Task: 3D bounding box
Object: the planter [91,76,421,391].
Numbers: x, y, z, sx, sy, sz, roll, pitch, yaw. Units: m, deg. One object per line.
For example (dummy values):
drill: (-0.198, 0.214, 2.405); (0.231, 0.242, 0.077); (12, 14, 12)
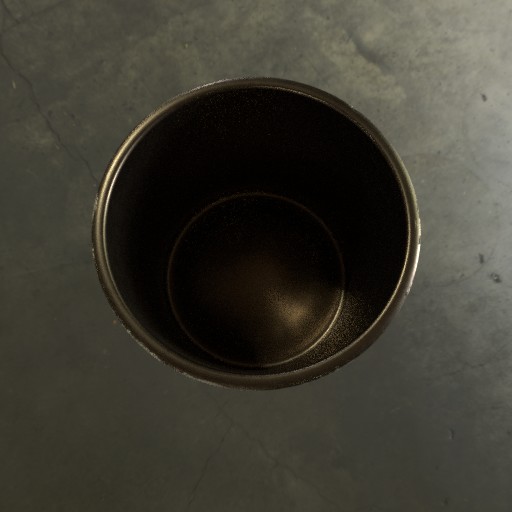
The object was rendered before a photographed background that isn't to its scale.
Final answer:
planter: (0.000, 0.000, 0.387); (0.221, 0.201, 0.221); (0, 76, 0)
